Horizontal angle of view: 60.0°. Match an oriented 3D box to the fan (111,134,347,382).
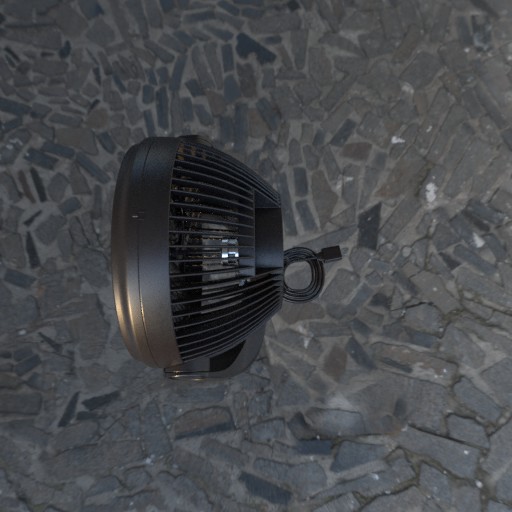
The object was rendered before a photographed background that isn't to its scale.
[{"bbox_3d":[0.000,0.000,0.488,0.256,0.277,0.273,-1,76,0],"label":"fan"}]
